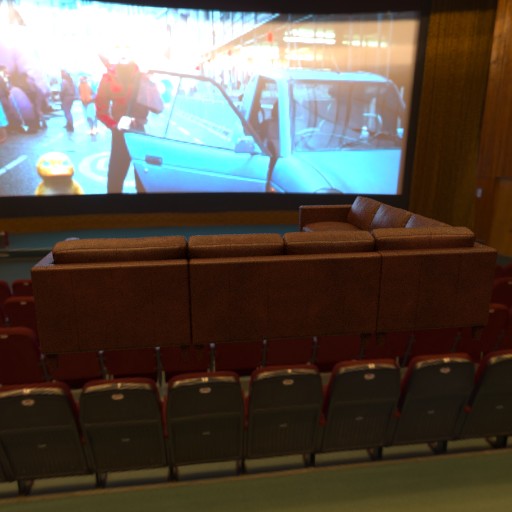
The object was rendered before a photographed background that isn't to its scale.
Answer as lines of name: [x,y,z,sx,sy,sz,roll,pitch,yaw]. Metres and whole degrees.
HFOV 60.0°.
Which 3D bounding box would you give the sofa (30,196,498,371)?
sofa: [0.000,0.000,4.327,3.324,0.891,2.452,-2,15,-8]
